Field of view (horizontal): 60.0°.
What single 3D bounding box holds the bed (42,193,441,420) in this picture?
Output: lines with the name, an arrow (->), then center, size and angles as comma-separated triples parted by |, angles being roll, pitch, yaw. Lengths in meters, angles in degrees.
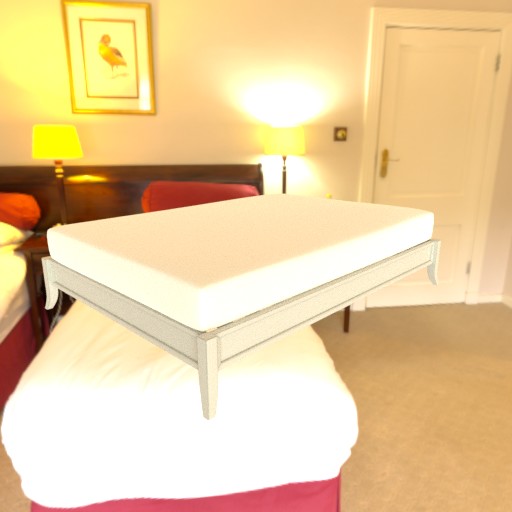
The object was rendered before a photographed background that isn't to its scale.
bed -> 0.000, 0.000, 2.675 | 1.460, 0.510, 1.985 | 15, 22, 42
